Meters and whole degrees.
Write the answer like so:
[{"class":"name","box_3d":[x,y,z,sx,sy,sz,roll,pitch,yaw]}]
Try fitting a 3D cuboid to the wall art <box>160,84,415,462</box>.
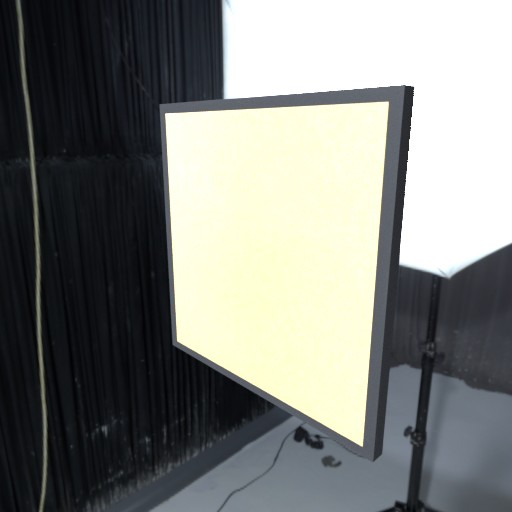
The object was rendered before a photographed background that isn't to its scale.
[{"class":"wall art","box_3d":[0.000,0.000,1.126,0.037,0.760,0.762,-14,21,-42]}]
